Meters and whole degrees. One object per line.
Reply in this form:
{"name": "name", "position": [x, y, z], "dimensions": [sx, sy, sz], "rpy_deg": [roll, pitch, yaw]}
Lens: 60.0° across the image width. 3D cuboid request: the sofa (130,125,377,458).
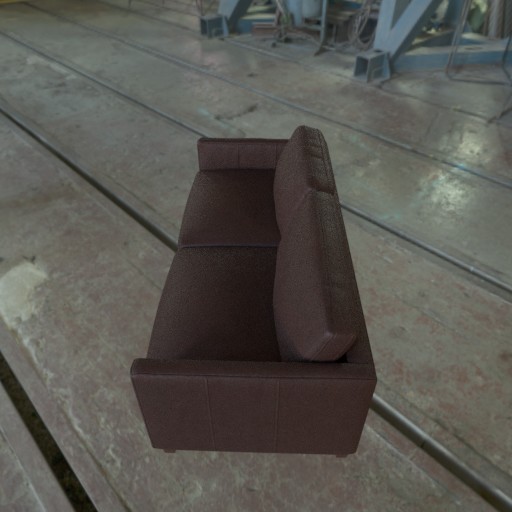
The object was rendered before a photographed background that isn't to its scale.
{"name": "sofa", "position": [0.000, 0.000, 2.464], "dimensions": [0.923, 0.863, 1.971], "rpy_deg": [1, 40, 1]}
